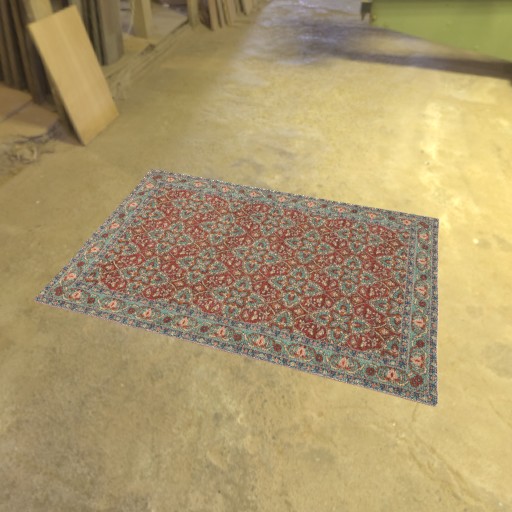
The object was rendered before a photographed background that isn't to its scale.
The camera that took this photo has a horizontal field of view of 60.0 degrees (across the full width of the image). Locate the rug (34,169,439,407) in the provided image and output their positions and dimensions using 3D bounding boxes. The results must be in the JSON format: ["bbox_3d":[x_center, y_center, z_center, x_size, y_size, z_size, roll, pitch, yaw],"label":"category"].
[{"bbox_3d":[0.000,0.000,2.317,1.829,0.009,1.219,12,44,12],"label":"rug"}]
